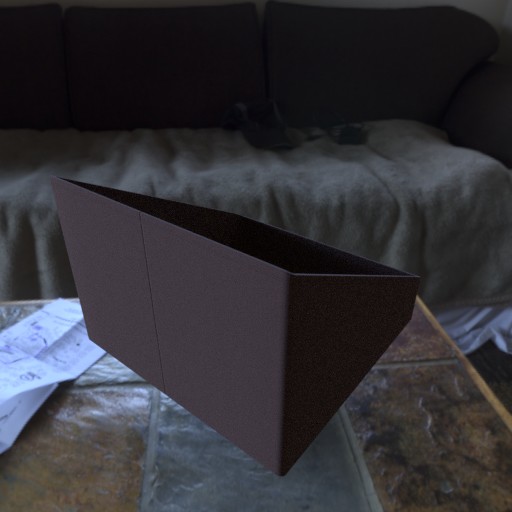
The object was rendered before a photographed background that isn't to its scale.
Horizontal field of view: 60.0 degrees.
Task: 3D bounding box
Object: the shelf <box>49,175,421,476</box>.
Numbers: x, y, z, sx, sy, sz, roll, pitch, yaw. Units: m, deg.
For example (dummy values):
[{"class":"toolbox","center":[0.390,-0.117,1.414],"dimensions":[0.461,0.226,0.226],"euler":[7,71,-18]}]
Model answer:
[{"class":"shelf","center":[0.000,0.000,0.505],"dimensions":[0.292,0.210,0.292],"euler":[22,37,33]}]
